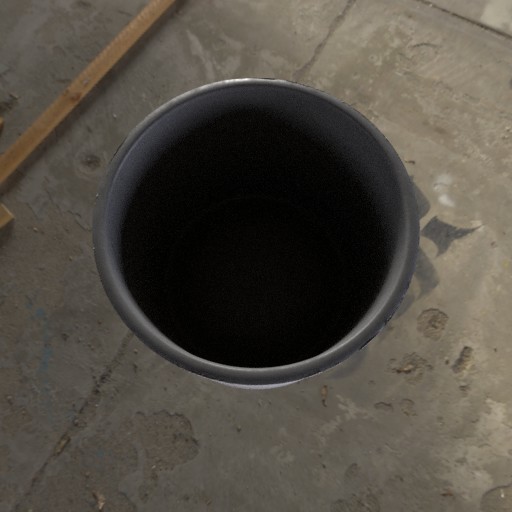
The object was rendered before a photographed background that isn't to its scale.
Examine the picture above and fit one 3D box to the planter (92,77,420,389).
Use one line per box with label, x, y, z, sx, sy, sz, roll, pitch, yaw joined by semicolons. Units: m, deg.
planter;0.000;0.000;0.441;0.254;0.221;0.254;0;73;0
